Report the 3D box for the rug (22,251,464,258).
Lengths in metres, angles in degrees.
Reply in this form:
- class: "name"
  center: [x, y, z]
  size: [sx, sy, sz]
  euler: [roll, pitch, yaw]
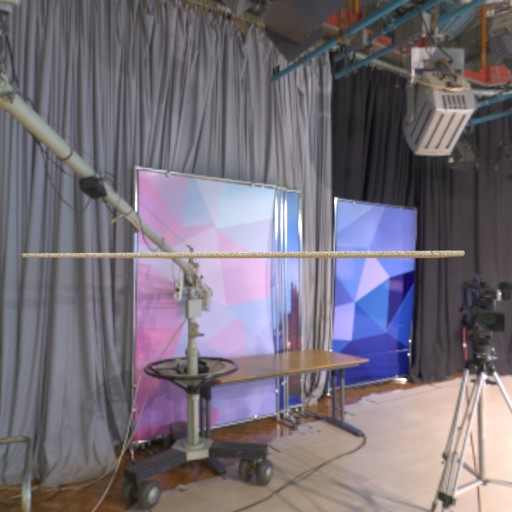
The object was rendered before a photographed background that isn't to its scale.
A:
- class: "rug"
  center: [0.000, 0.000, 3.383]
  size: [2.699, 0.025, 1.800]
  euler: [0, -1, 19]
